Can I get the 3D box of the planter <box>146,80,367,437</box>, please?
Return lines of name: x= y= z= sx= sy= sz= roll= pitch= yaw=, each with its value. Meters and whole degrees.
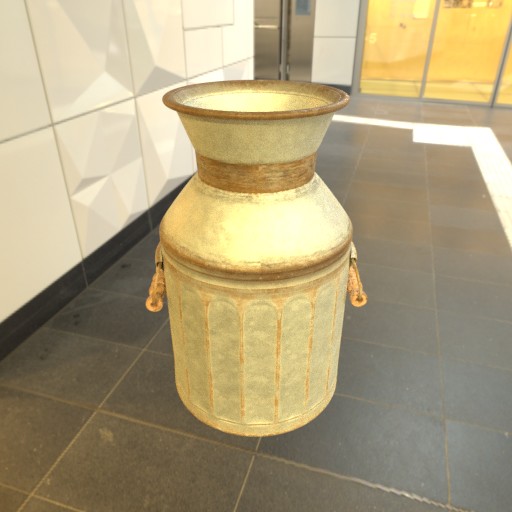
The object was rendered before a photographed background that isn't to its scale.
planter: x=0.000 y=0.000 z=0.512 sx=0.248 sy=0.358 sz=0.215 roll=-1 pitch=30 yaw=-2
